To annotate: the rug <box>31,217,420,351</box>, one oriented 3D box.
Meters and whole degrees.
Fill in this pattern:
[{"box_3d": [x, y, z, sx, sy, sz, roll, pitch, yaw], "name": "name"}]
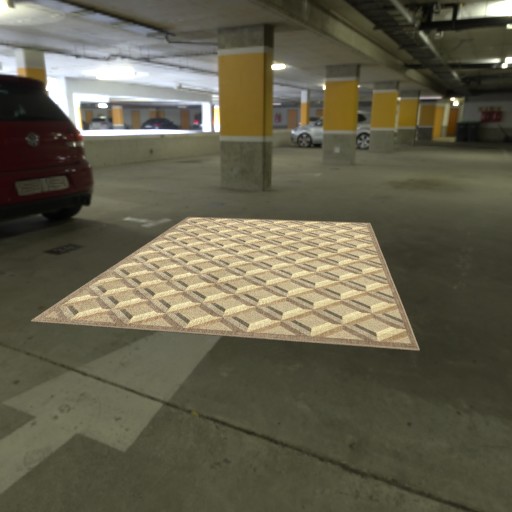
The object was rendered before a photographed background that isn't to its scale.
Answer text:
[{"box_3d": [0.000, 0.000, 4.196, 2.382, 0.018, 3.294, 3, 17, 9], "name": "rug"}]
